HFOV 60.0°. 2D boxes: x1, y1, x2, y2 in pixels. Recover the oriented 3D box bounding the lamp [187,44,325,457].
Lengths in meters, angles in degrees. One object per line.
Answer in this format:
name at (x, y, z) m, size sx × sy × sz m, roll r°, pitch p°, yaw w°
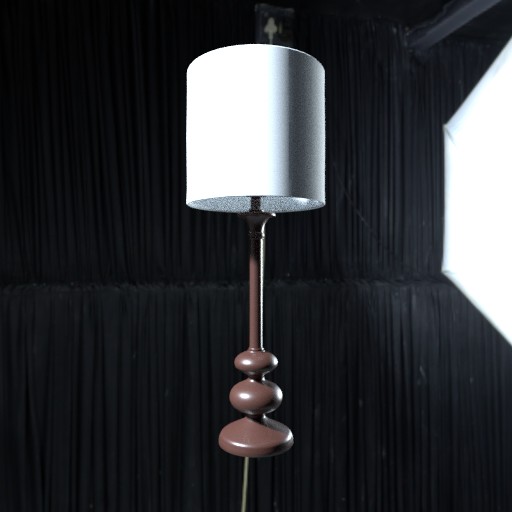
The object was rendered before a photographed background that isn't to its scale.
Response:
lamp at (0.000, 0.000, 0.824) m, size 0.254 × 0.690 × 0.254 m, roll 0°, pitch 0°, yaw -17°
